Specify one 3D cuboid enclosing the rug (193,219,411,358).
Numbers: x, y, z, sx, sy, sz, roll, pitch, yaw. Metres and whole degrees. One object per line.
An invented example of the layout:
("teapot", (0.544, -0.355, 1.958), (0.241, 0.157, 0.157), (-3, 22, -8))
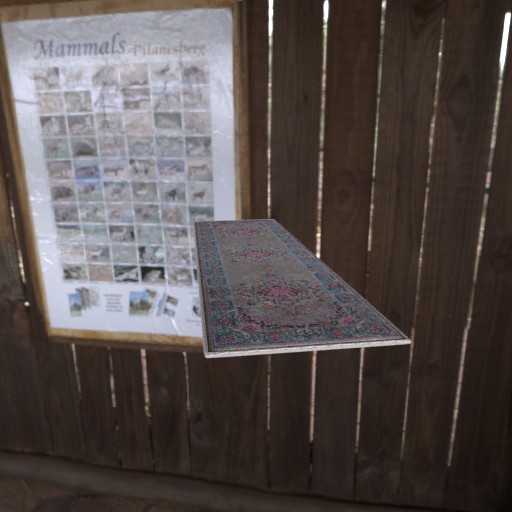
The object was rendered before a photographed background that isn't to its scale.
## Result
("rug", (0.000, 0.000, 2.460), (0.659, 0.019, 2.297), (-2, 15, -8))
